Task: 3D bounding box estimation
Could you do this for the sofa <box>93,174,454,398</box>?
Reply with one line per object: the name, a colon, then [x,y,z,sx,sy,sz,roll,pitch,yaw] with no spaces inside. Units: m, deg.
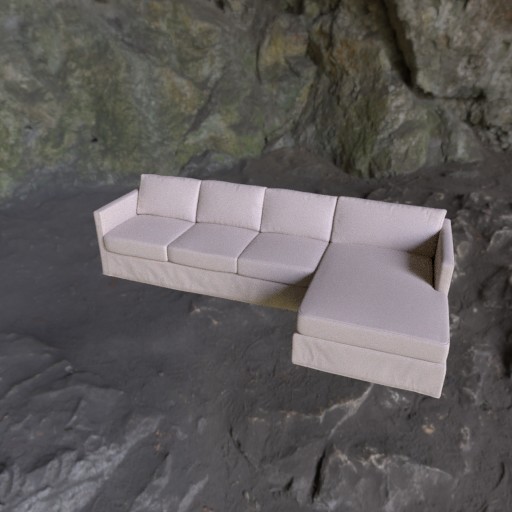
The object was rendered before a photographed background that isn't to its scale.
sofa: [0.000,0.000,3.892,3.206,0.871,1.622,9,28,18]
